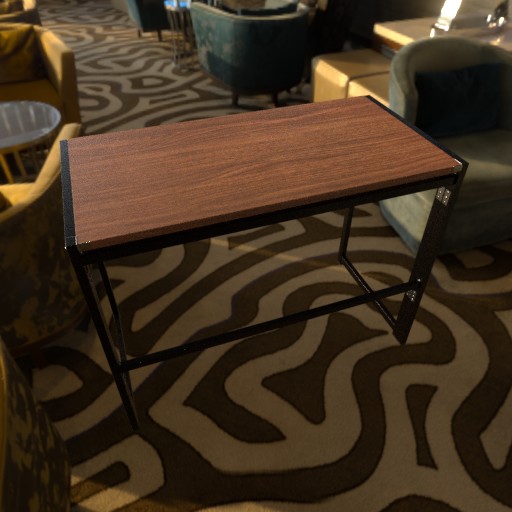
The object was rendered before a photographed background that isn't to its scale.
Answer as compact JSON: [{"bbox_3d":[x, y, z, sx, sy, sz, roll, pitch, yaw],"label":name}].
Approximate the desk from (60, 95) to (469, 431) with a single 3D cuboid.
[{"bbox_3d":[0.000,0.000,1.466,1.016,0.762,0.508,-13,43,-15],"label":"desk"}]
